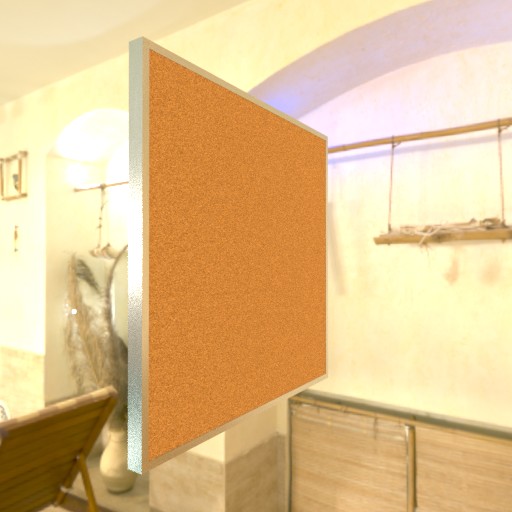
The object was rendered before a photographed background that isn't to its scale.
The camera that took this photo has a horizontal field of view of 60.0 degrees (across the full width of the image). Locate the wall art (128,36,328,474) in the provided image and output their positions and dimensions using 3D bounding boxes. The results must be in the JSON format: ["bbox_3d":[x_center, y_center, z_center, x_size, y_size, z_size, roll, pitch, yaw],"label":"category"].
[{"bbox_3d":[0.000,0.000,1.161,0.038,0.806,0.806,0,-1,34],"label":"wall art"}]
